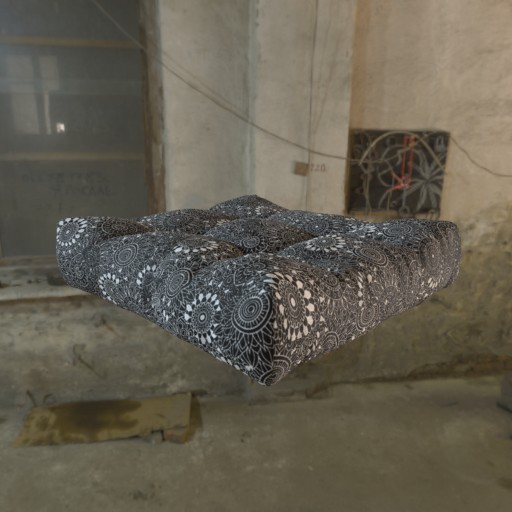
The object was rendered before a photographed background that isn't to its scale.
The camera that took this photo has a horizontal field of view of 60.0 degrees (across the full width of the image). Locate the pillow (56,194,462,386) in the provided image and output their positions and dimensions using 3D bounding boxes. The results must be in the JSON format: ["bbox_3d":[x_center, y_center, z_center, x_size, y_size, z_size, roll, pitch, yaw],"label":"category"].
[{"bbox_3d":[0.000,0.000,0.714,0.468,0.128,0.490,-15,21,-43],"label":"pillow"}]
